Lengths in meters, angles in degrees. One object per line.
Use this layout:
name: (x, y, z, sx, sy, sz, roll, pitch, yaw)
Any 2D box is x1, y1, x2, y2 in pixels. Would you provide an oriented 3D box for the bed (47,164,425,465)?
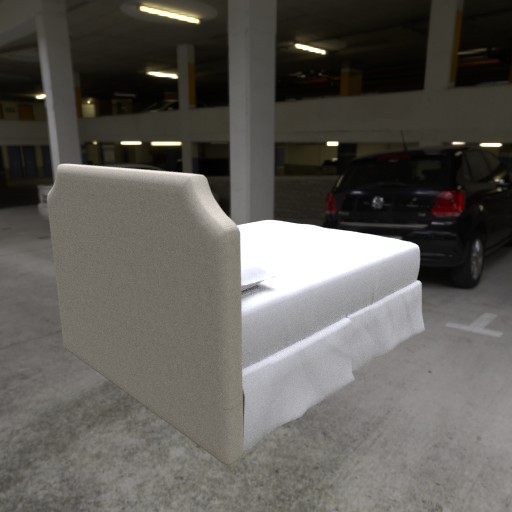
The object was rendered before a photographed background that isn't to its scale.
bed: (0.000, 0.000, 3.089, 1.693, 1.290, 2.116, 14, 20, 42)
